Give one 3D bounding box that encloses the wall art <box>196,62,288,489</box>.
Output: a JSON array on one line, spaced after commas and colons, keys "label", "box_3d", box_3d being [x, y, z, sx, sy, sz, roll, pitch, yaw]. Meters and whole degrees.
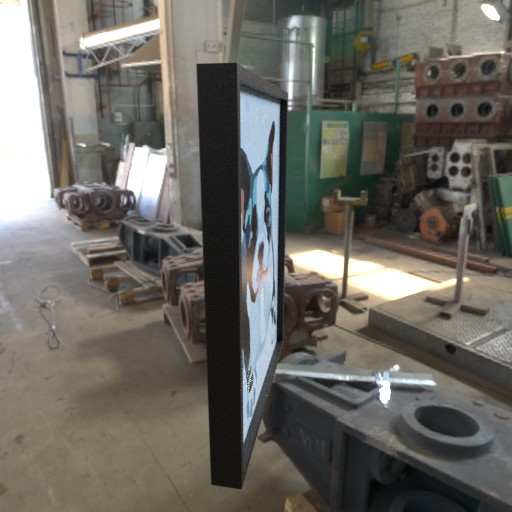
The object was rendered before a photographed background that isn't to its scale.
[{"label": "wall art", "box_3d": [0.000, 0.000, 0.504, 0.030, 0.369, 0.294, 3, 17, 11]}]
